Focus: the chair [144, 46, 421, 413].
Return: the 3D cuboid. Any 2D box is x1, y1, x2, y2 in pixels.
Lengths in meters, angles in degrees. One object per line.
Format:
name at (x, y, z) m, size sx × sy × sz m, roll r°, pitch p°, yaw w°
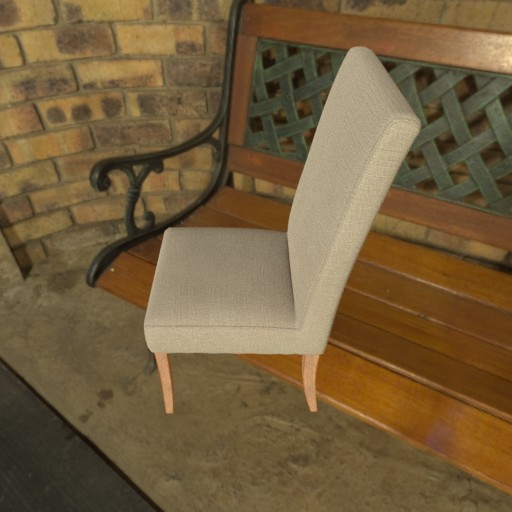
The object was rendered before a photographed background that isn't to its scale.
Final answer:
chair at (0.000, 0.000, 1.291) m, size 0.611 × 1.033 × 0.450 m, roll 0°, pitch 41°, yaw -1°
